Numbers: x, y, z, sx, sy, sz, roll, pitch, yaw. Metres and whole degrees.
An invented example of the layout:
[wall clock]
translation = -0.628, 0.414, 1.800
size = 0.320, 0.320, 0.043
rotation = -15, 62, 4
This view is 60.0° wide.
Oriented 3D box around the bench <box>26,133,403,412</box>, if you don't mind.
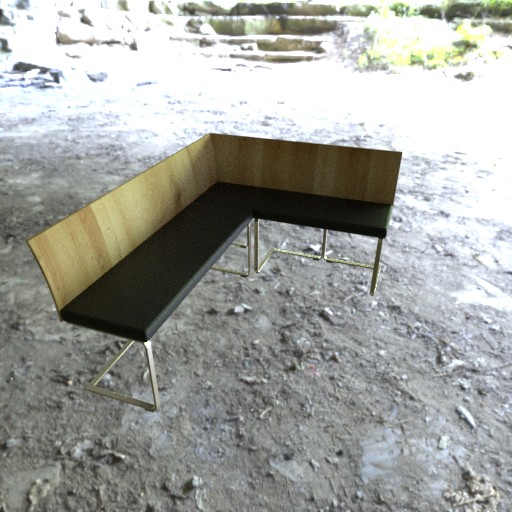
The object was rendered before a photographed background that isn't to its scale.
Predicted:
[bench]
translation = 0.000, 0.000, 2.787
size = 1.495, 0.930, 1.945
rotation = 10, 32, 17
